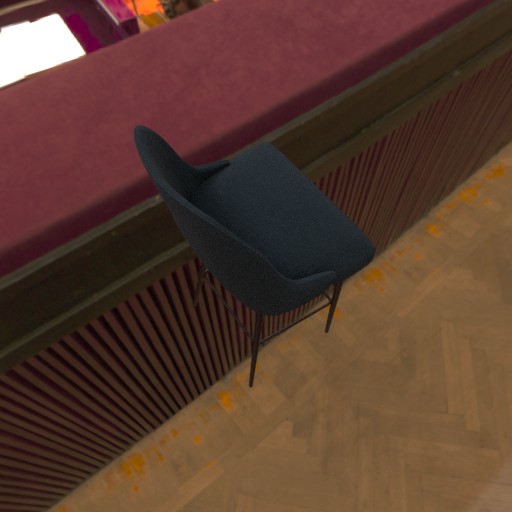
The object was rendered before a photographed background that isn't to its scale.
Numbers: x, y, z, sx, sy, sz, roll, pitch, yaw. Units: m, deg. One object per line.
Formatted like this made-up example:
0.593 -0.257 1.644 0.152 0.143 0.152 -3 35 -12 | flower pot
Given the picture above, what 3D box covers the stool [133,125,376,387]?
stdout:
0.000 0.000 1.388 0.489 1.079 0.527 -32 64 -17 | stool
